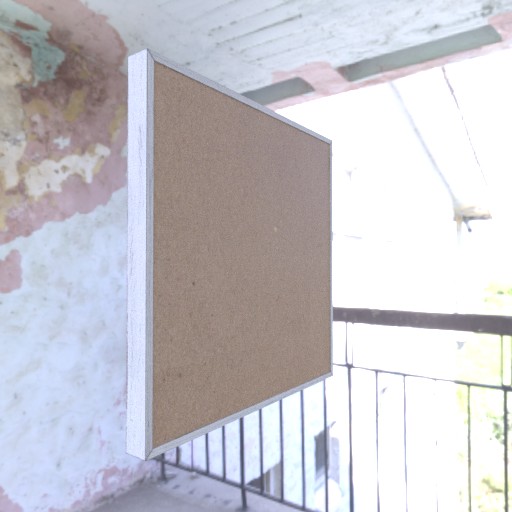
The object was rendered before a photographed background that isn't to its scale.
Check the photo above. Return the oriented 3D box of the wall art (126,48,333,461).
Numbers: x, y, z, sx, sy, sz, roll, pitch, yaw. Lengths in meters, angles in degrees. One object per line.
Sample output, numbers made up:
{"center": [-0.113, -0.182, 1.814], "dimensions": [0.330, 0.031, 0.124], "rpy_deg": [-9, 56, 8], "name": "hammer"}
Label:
{"center": [0.000, 0.000, 0.761], "dimensions": [0.038, 0.508, 0.508], "rpy_deg": [-1, -1, 36], "name": "wall art"}
